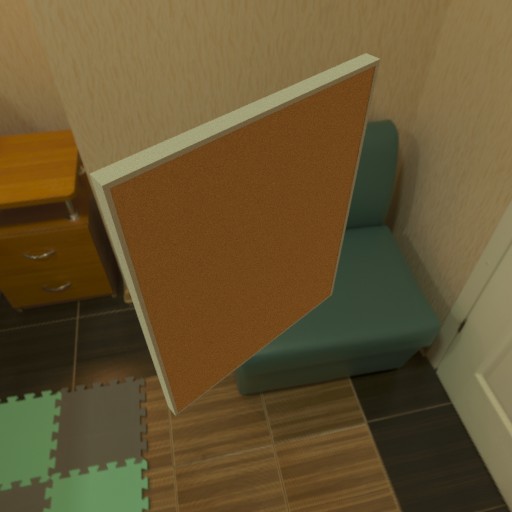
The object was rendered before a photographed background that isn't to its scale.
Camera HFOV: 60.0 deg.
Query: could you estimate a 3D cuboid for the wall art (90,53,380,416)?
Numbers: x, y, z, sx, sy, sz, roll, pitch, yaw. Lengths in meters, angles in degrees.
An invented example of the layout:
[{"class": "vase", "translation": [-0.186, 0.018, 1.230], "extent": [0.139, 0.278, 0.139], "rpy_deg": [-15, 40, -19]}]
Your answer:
[{"class": "wall art", "translation": [0.000, 0.000, 1.040], "extent": [0.611, 0.763, 0.055], "rpy_deg": [-33, 55, -27]}]
